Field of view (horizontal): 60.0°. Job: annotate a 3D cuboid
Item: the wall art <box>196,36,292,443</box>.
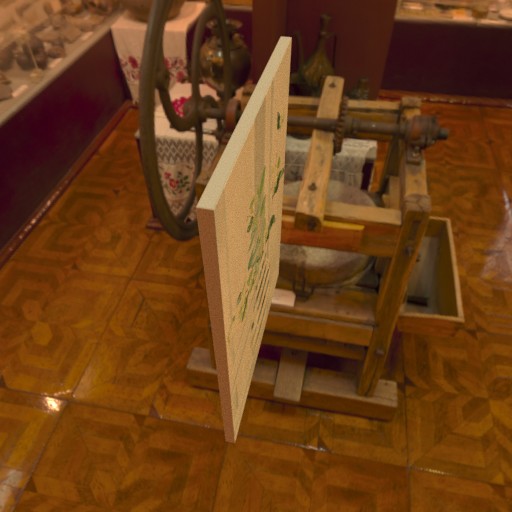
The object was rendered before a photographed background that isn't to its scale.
[{"bbox_3d":[0.000,0.000,1.629,0.038,1.212,0.914,9,47,9],"label":"wall art"}]
